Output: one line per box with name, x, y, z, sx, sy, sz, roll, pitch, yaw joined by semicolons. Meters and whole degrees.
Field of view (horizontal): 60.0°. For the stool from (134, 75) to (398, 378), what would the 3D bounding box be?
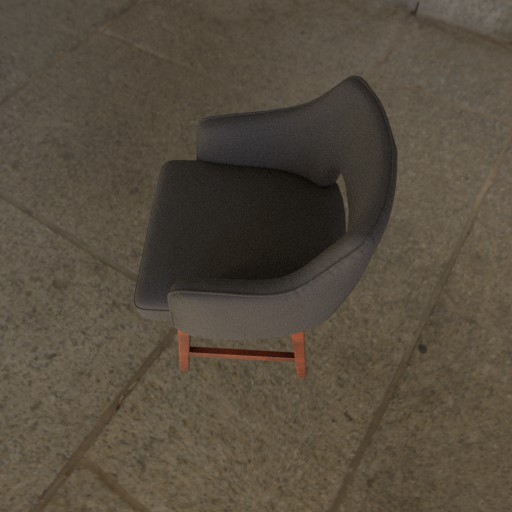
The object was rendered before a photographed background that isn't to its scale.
stool;0.000;0.000;1.244;0.558;0.912;0.548;3;60;2
